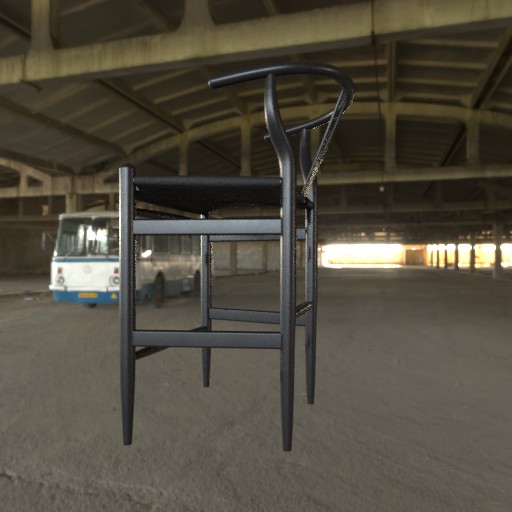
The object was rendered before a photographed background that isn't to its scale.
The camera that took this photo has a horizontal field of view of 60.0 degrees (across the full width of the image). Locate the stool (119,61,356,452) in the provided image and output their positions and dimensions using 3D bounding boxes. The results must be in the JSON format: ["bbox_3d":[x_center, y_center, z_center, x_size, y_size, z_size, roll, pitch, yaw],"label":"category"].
[{"bbox_3d":[0.000,0.000,1.321,0.579,0.970,0.569,0,0,16],"label":"stool"}]
